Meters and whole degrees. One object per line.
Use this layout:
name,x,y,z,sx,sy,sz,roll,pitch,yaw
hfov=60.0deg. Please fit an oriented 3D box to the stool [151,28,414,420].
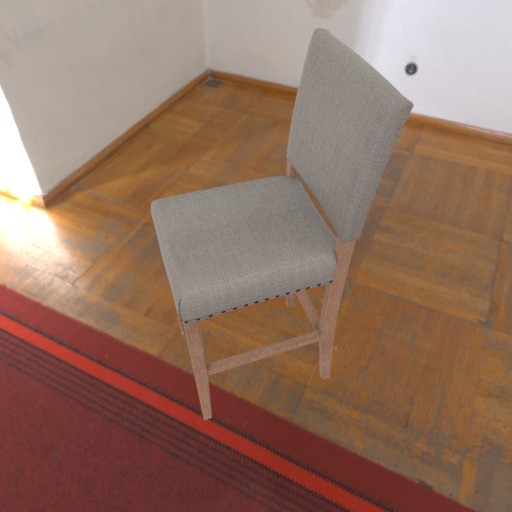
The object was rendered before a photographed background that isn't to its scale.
stool,0.000,0.000,1.445,0.585,1.203,0.445,-14,48,-13
